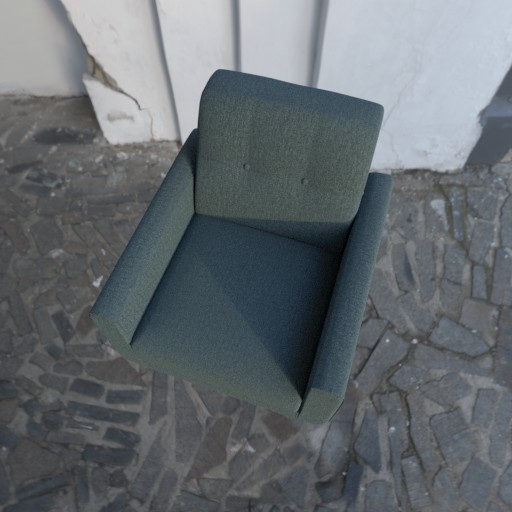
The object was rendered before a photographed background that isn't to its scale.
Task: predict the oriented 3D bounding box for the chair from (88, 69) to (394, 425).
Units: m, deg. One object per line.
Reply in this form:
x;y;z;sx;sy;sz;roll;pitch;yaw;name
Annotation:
0.000;0.000;1.733;0.880;0.940;0.964;16;61;9;chair
